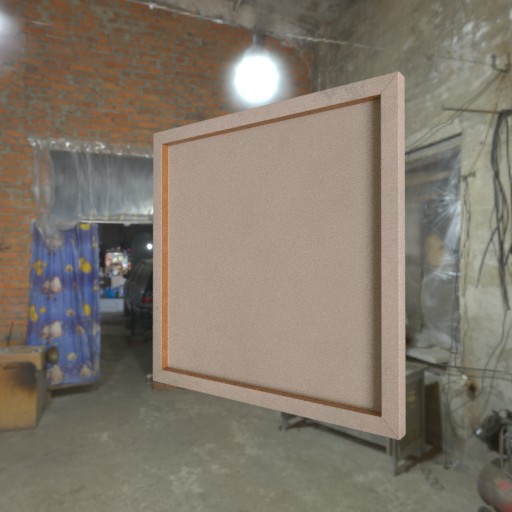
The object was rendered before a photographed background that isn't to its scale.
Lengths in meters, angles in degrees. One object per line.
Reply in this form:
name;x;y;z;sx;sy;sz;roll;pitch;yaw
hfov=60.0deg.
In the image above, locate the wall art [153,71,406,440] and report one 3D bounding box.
wall art;0.000;0.000;1.154;0.762;0.762;0.038;0;-1;36
